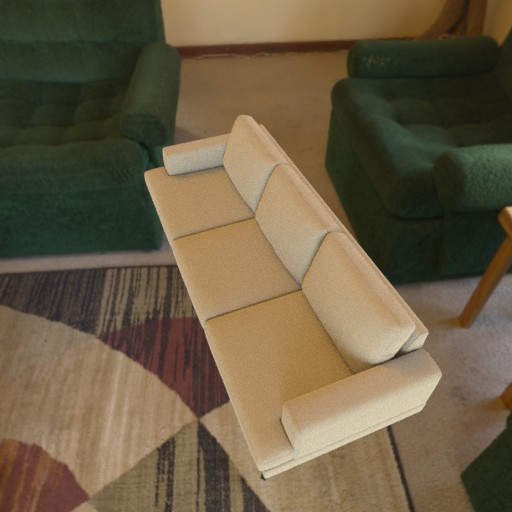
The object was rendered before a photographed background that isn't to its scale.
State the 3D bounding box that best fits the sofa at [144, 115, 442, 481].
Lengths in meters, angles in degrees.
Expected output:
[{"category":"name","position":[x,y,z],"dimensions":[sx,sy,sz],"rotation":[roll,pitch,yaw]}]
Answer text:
[{"category":"sofa","position":[0.000,0.000,2.742],"dimensions":[0.920,0.810,2.310],"rotation":[-16,49,-15]}]
